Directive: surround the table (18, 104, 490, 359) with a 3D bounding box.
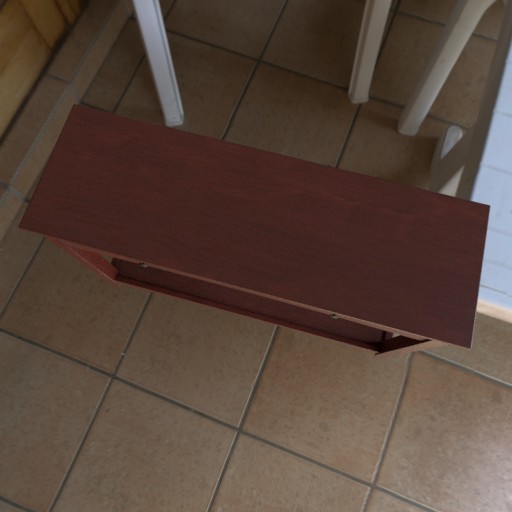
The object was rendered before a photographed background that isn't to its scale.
[{"bbox_3d":[0.000,0.000,1.522,1.188,0.739,0.392,15,74,4],"label":"table"}]
